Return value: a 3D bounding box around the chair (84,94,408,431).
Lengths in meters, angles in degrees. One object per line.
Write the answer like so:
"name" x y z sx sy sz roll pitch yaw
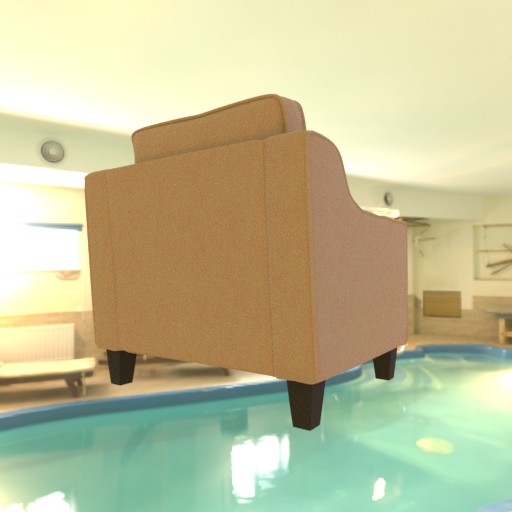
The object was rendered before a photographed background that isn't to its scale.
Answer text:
"chair" 0.000 0.000 1.699 0.922 0.948 0.882 -1 -2 35
